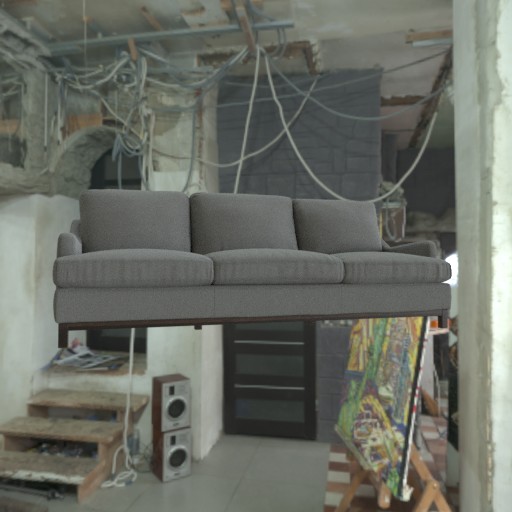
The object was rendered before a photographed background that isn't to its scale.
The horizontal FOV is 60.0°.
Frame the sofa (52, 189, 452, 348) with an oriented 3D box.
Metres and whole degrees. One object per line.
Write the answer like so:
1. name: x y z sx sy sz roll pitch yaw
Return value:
1. sofa: 0.000 0.000 2.911 2.344 0.926 0.987 0 -2 -18
